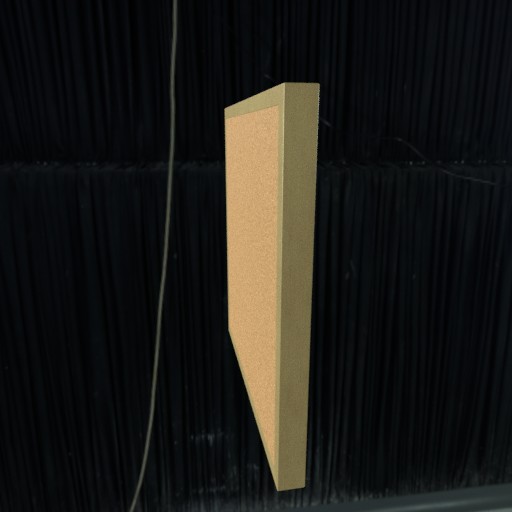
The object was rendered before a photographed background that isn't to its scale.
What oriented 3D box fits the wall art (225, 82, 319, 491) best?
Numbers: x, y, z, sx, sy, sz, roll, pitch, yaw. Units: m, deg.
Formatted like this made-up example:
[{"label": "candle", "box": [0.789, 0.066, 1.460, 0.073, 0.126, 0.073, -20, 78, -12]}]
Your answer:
[{"label": "wall art", "box": [0.000, 0.000, 0.764, 0.038, 0.508, 0.508, -3, 16, -10]}]
